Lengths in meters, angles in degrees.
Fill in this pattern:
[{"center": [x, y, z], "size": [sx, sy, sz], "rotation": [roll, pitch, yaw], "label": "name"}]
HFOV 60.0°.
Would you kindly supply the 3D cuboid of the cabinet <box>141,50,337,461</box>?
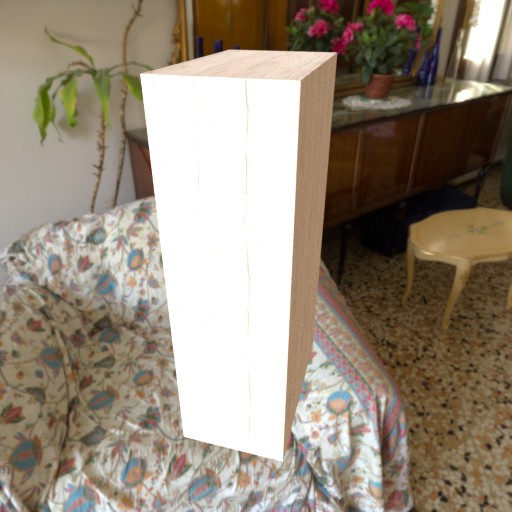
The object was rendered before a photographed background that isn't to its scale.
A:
[{"center": [0.000, 0.000, 2.387], "size": [0.580, 1.930, 0.980], "rotation": [8, 31, 14], "label": "cabinet"}]
